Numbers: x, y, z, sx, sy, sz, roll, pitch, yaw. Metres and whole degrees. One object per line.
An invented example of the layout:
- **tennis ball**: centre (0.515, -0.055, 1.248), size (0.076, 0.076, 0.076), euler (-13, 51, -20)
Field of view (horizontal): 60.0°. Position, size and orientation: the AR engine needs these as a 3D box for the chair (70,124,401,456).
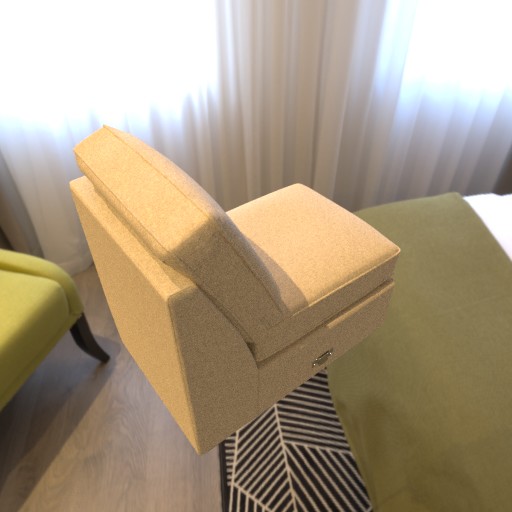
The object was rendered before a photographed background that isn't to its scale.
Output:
- **chair**: centre (0.000, 0.000, 1.689), size (1.020, 1.058, 0.674), euler (-27, 48, -27)
